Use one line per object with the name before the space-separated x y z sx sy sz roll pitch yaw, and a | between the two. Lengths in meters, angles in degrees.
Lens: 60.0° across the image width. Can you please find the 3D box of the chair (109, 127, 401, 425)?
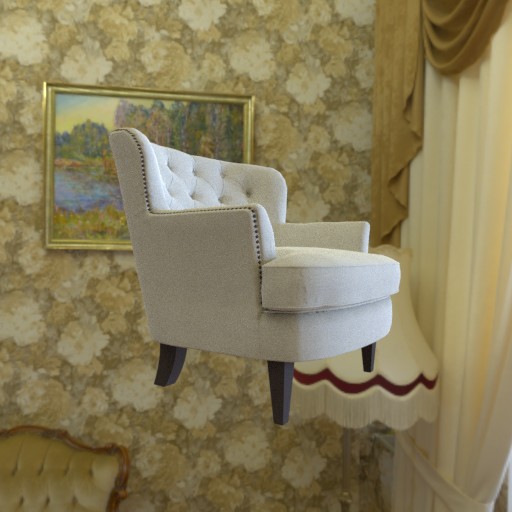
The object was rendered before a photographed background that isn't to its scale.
chair | 0.000 0.000 1.577 0.906 0.868 0.848 0 0 35
